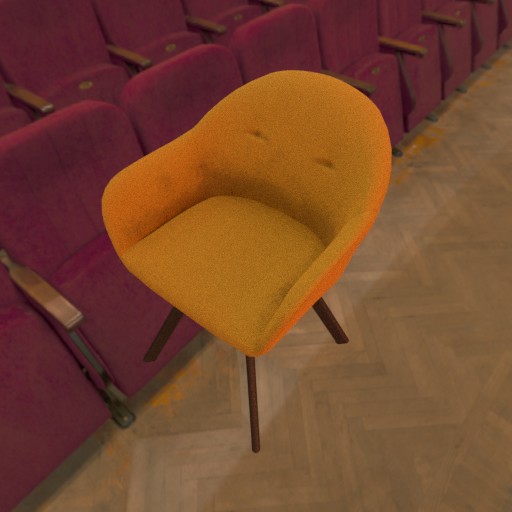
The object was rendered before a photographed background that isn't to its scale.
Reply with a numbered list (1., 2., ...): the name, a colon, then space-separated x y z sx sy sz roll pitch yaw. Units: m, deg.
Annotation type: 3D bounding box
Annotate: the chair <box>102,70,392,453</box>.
1. chair: 0.000 0.000 1.155 0.545 0.775 0.565 30 53 26
